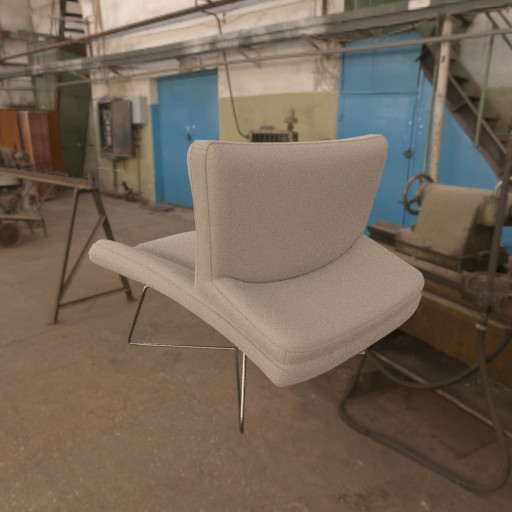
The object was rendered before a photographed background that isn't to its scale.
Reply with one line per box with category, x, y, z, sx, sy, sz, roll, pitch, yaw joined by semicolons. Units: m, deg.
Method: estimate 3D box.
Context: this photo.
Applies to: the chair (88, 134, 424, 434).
chair;0.000;0.000;1.624;0.859;0.855;1.008;-16;23;-42
